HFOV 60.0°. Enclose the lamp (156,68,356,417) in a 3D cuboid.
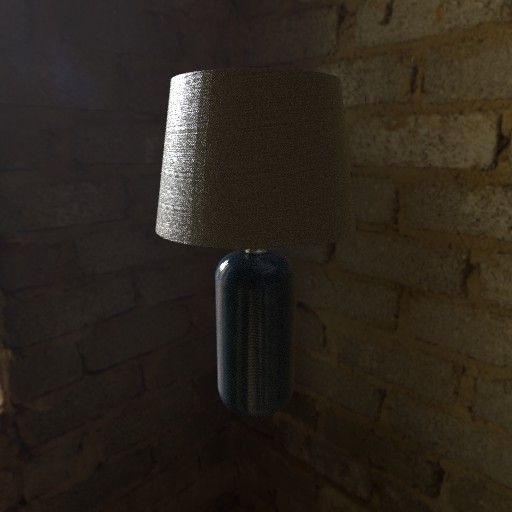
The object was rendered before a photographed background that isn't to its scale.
[{"bbox_3d":[0.000,0.000,0.581,0.253,0.428,0.253,0,14,0],"label":"lamp"}]
